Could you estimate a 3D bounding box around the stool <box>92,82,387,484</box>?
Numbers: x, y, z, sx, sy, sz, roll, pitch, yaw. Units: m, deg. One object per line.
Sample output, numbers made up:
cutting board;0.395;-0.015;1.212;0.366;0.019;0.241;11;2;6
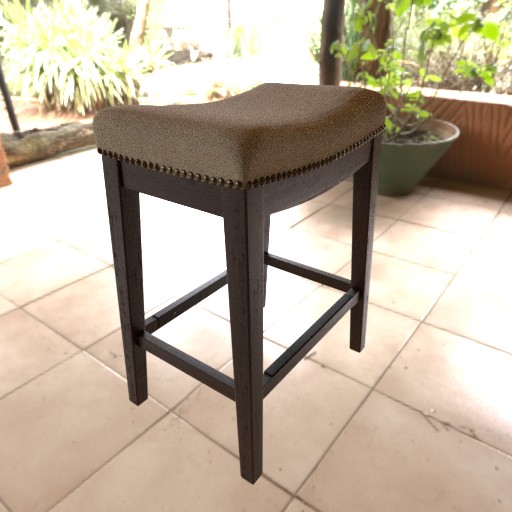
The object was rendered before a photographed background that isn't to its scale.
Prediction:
stool;0.000;0.000;0.969;0.363;0.669;0.509;19;33;32
